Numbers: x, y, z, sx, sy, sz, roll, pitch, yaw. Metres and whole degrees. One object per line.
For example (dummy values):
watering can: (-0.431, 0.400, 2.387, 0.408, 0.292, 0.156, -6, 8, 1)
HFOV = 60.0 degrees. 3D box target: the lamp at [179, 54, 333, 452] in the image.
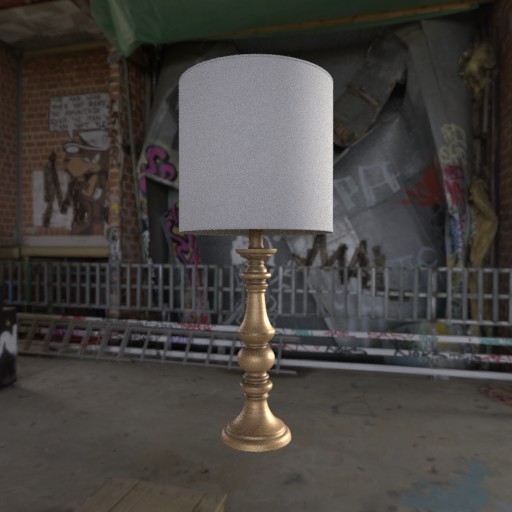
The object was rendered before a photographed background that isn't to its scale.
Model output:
lamp: (0.000, 0.000, 0.731, 0.250, 0.597, 0.250, 0, 0, 35)
